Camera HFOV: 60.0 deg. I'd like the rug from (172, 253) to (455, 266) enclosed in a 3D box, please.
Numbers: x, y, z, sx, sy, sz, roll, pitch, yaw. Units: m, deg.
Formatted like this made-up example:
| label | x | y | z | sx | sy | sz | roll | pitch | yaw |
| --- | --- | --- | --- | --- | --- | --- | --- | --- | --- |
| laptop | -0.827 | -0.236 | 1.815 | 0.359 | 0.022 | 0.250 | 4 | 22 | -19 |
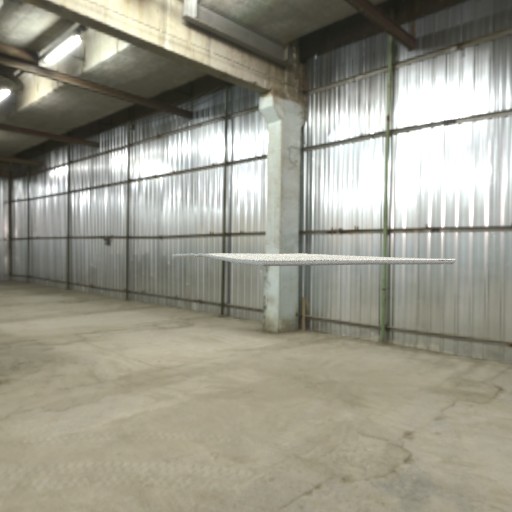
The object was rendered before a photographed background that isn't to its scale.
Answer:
| label | x | y | z | sx | sy | sz | roll | pitch | yaw |
| --- | --- | --- | --- | --- | --- | --- | --- | --- | --- |
| rug | 0.000 | 0.000 | 2.487 | 0.675 | 0.037 | 2.341 | 0 | 1 | -17 |
